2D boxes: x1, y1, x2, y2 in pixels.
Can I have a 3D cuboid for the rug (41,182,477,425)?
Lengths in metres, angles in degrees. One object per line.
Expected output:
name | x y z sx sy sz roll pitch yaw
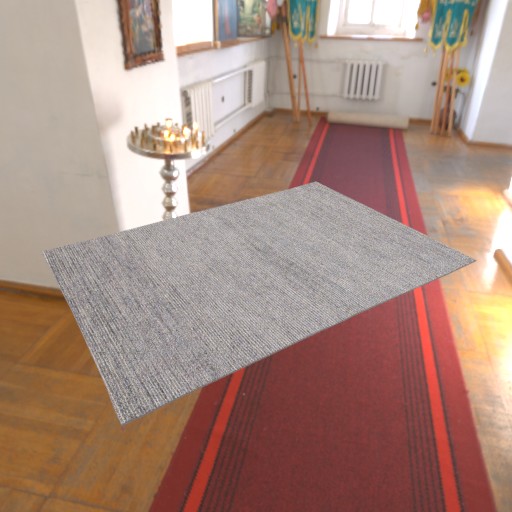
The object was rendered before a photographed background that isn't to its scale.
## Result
rug | 0.000 0.000 2.846 2.307 0.030 1.604 -18 35 -28
